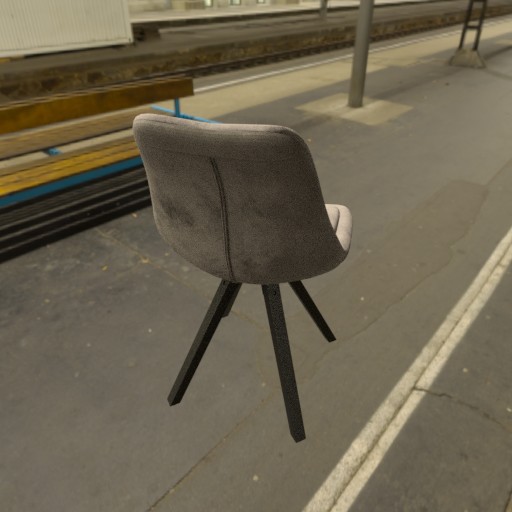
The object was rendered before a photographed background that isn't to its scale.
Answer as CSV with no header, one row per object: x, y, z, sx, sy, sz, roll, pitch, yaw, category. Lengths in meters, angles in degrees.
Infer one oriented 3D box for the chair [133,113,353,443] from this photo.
0.000,0.000,1.189,0.485,0.850,0.550,10,33,16,chair
